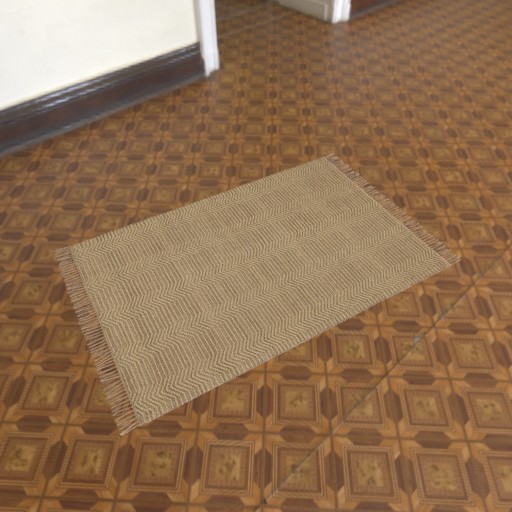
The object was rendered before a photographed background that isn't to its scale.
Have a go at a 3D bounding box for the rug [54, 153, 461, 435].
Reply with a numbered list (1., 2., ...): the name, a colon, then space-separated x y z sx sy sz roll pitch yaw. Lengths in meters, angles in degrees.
1. rug: 0.000 0.000 3.175 2.523 0.034 1.528 -23 51 -20
